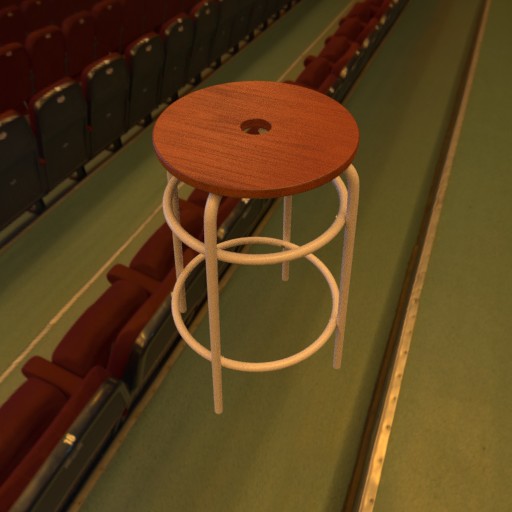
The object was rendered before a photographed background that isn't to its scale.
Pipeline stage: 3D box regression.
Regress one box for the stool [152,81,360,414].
[{"bbox_3d":[0.000,0.000,0.942,0.455,0.610,0.455,17,49,16],"label":"stool"}]
